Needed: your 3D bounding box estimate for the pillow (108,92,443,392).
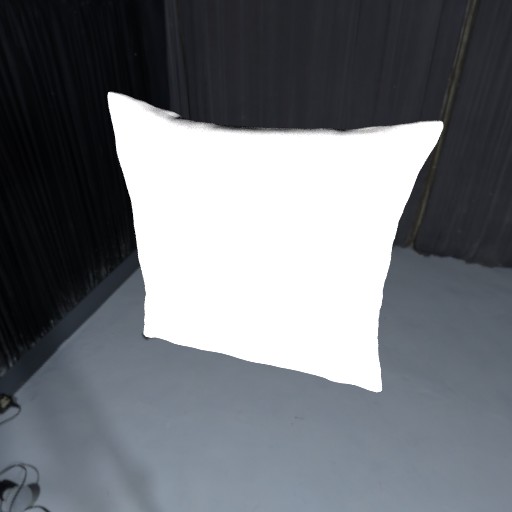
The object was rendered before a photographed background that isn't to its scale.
[{"bbox_3d":[0.000,0.000,0.661,0.433,0.436,0.173,10,35,15],"label":"pillow"}]
